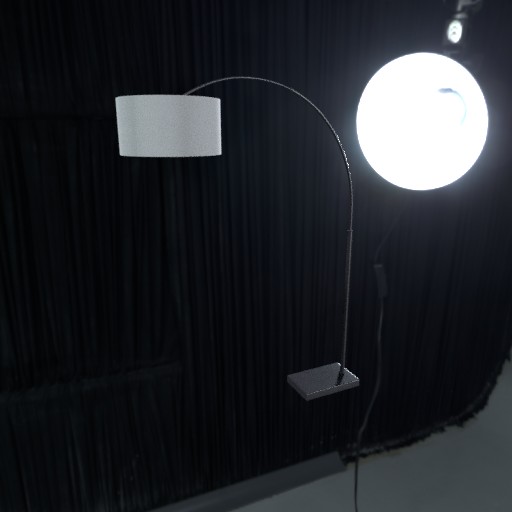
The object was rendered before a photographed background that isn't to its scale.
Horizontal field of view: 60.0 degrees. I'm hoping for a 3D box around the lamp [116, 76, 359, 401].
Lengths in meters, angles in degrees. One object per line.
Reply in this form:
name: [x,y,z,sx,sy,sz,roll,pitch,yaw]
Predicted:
lamp: [0.000,0.000,2.558,1.424,1.927,0.493,-7,17,-24]
